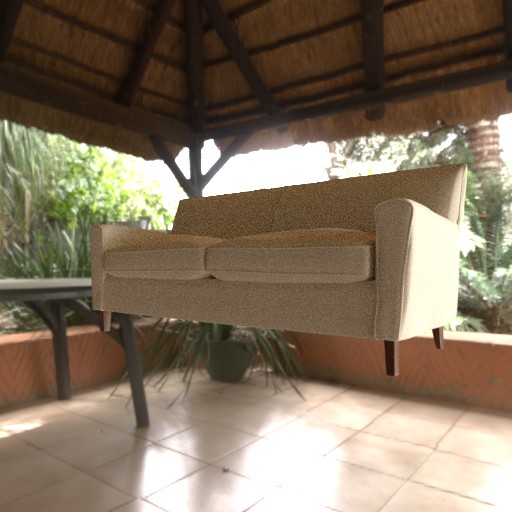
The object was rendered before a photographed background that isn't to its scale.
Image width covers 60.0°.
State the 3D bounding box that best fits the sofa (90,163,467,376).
[{"bbox_3d":[0.000,0.000,2.444,2.001,0.907,0.841,-1,-1,37],"label":"sofa"}]
